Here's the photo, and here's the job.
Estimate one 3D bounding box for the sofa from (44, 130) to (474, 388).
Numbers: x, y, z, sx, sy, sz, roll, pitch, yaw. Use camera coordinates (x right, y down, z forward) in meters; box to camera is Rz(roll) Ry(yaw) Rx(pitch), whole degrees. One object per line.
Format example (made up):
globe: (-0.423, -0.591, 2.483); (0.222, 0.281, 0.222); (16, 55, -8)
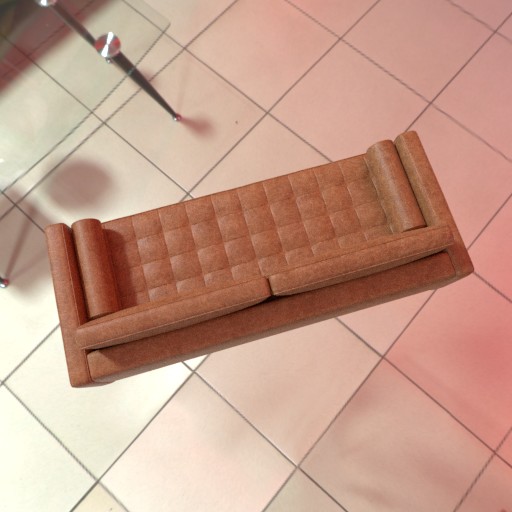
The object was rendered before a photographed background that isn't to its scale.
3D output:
sofa: (0.000, 0.000, 2.578); (2.200, 0.770, 0.919); (-15, 76, -4)
